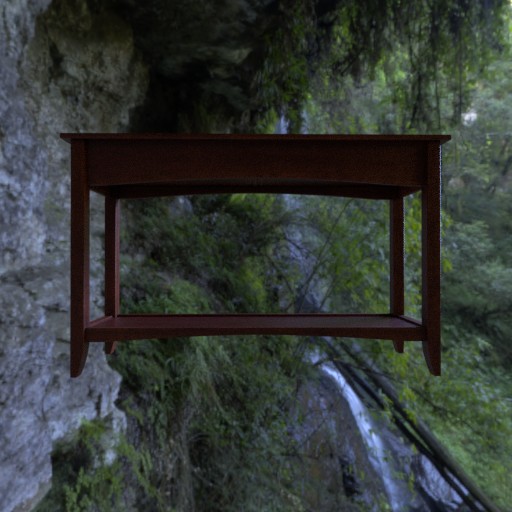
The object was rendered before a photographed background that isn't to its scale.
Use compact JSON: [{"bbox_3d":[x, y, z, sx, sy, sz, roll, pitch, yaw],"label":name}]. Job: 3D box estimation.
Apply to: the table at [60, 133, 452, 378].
[{"bbox_3d":[0.000,0.000,1.535,1.188,0.739,0.392,0,0,-1],"label":"table"}]
